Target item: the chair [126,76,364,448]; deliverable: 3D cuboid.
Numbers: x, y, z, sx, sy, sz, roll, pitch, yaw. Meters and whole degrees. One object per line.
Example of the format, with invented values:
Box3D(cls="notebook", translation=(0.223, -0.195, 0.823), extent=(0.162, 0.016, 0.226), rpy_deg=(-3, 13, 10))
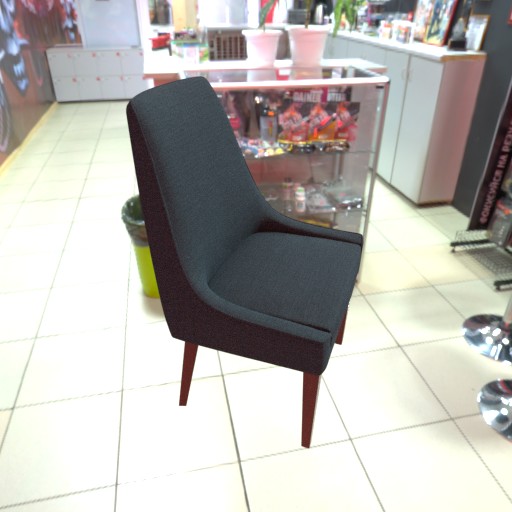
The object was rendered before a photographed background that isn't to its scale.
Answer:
Box3D(cls="chair", translation=(0.000, 0.000, 1.223), extent=(0.544, 0.861, 0.529), rpy_deg=(11, 33, 18))
